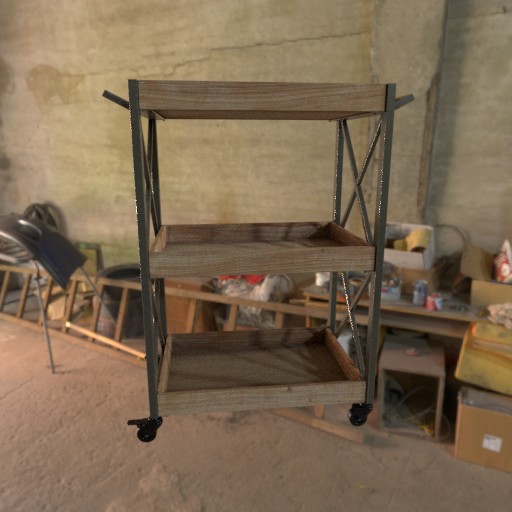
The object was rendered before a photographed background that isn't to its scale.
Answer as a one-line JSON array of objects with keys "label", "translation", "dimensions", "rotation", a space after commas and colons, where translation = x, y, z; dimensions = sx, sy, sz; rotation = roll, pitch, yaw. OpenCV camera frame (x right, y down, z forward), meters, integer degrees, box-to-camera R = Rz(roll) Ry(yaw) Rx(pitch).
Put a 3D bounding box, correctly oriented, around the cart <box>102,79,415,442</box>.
[{"label": "cart", "translation": [0.000, 0.000, 1.193], "dimensions": [0.673, 0.835, 0.377], "rotation": [-2, 14, -7]}]
